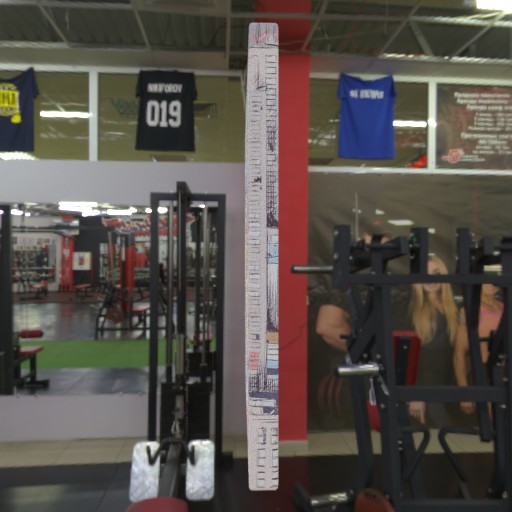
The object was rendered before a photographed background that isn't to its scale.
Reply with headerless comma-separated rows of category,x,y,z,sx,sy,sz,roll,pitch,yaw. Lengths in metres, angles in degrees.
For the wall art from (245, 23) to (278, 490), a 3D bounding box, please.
wall art,0.000,0.000,1.098,0.048,0.762,0.761,0,0,-2
